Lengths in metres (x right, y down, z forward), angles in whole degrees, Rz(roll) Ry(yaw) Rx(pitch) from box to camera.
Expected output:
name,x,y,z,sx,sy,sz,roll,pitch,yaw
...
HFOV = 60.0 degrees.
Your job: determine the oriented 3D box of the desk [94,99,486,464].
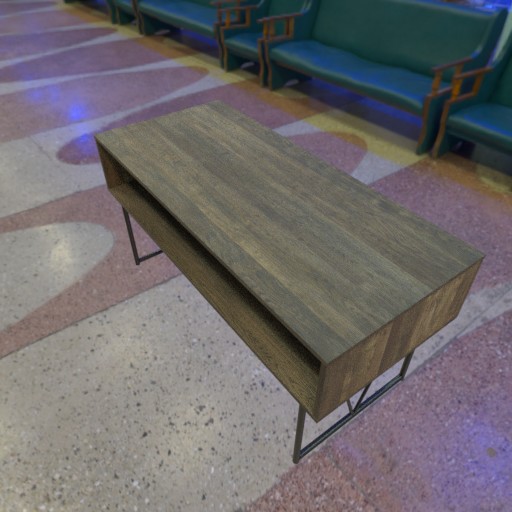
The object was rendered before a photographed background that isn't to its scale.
name,x,y,z,sx,sy,sz,roll,pitch,yaw
desk,0.000,0.000,2.035,0.730,0.780,1.600,-26,48,-27
